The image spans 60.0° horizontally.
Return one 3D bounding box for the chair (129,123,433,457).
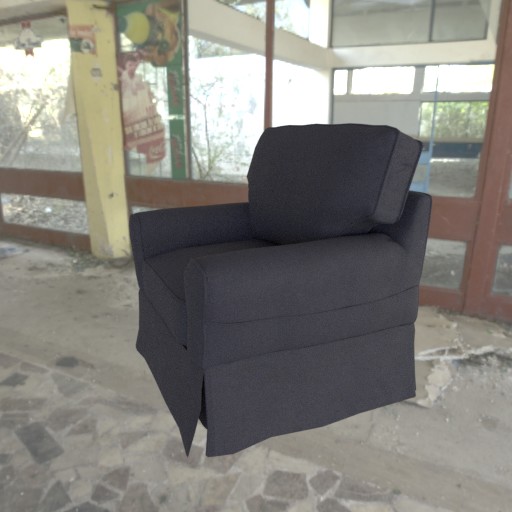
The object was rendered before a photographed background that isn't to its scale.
[{"bbox_3d":[0.000,0.000,1.986,1.002,1.140,1.119,-8,18,-26],"label":"chair"}]
